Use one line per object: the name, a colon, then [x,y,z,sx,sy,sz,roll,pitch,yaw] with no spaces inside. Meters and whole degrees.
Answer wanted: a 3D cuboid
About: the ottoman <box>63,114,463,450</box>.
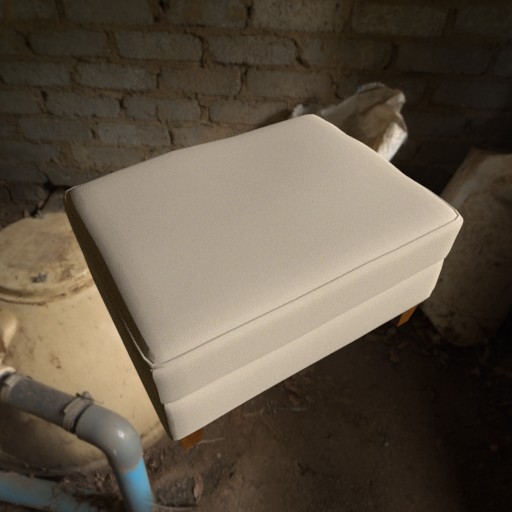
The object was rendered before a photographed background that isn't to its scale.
ottoman: [0.000,0.000,1.219,0.818,0.485,0.634,-23,50,-22]
